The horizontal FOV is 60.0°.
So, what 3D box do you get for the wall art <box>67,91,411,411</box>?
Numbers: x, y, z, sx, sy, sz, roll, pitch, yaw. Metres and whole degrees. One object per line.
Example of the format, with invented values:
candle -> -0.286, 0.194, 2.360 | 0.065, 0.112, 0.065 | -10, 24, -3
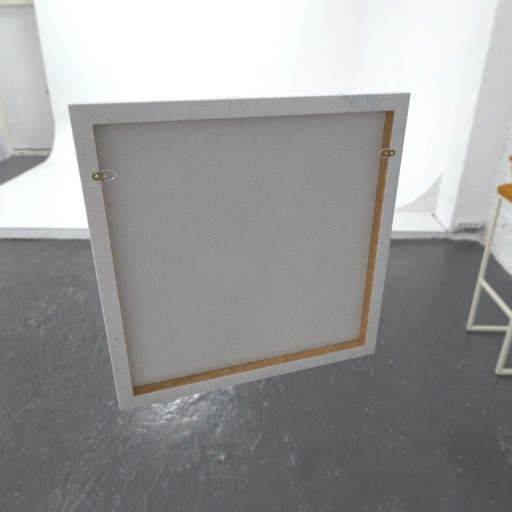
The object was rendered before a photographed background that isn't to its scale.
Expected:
wall art -> 0.000, 0.000, 0.900 | 0.612, 0.612, 0.040 | -8, 26, -17
